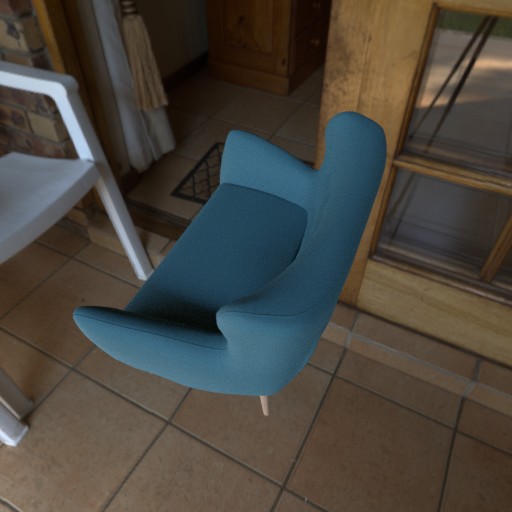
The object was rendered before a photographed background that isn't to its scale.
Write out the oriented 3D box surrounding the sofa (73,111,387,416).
[{"bbox_3d":[0.000,0.000,2.003,0.889,0.889,1.397,16,48,15],"label":"sofa"}]
